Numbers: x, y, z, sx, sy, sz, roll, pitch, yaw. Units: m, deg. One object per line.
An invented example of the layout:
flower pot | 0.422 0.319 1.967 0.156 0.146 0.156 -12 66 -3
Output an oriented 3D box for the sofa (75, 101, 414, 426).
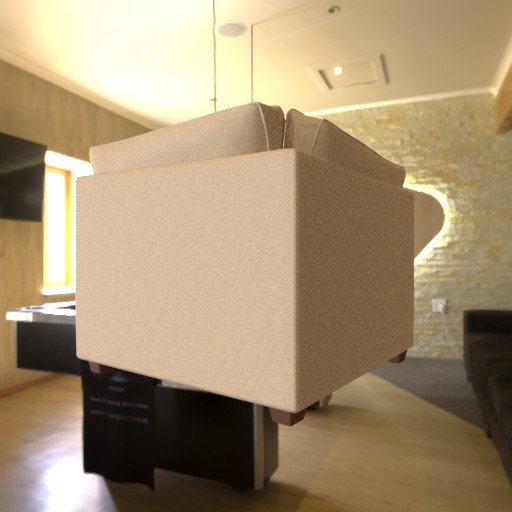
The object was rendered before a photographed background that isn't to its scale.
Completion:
sofa | 0.000 0.000 1.861 1.042 0.937 1.050 0 0 37
